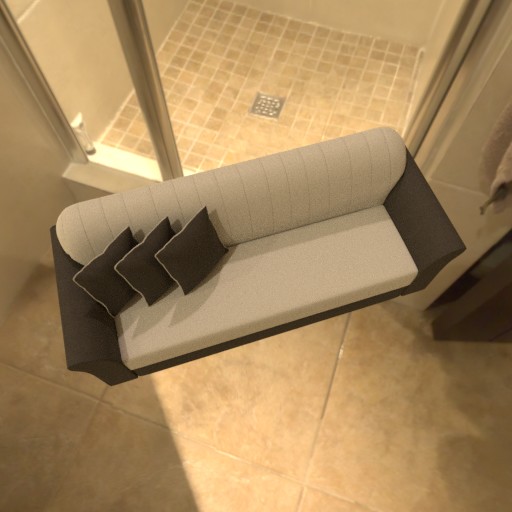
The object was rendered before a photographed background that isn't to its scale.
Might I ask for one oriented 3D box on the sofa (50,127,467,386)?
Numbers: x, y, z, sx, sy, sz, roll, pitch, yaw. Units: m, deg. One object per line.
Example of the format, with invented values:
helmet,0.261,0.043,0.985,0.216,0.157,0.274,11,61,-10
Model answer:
sofa,0.000,0.000,2.435,2.001,0.787,0.755,-16,64,-8
